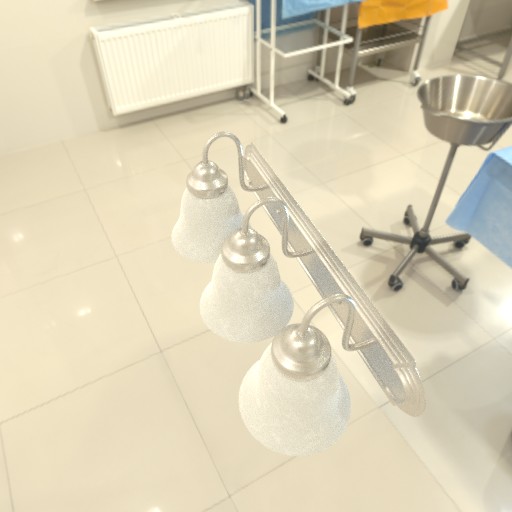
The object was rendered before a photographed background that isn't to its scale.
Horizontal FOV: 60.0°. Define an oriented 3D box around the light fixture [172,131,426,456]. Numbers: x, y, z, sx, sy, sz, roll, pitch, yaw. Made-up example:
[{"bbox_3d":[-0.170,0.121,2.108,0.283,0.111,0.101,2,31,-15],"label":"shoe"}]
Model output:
[{"bbox_3d":[0.000,0.000,0.700,0.199,0.222,0.610,-16,48,-15],"label":"light fixture"}]
